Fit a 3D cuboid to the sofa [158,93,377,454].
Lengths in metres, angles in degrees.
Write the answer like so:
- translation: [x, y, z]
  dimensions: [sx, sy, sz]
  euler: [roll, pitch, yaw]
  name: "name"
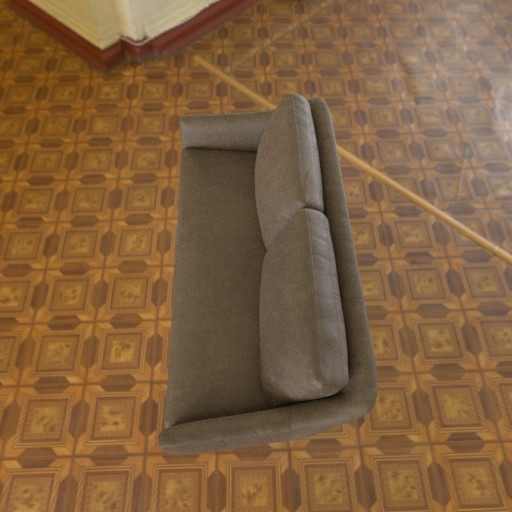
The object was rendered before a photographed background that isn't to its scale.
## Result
- translation: [0.000, 0.000, 2.533]
  dimensions: [0.960, 0.902, 2.036]
  euler: [-2, 59, -1]
  name: "sofa"
